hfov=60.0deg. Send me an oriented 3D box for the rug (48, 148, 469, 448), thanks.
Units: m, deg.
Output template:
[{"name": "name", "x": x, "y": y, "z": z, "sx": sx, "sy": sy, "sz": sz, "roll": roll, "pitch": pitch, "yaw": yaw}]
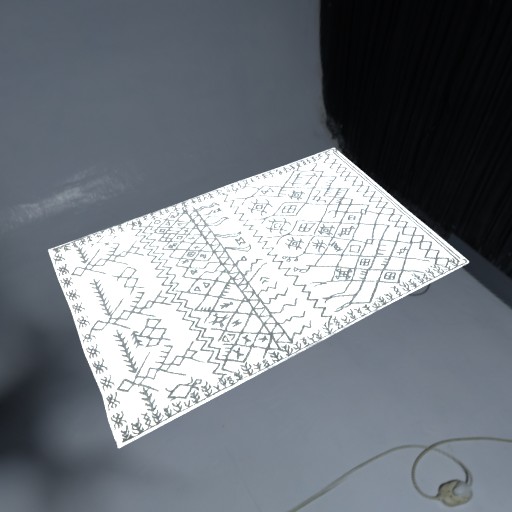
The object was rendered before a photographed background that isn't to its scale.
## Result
[{"name": "rug", "x": 0.000, "y": 0.000, "z": 3.029, "sx": 2.444, "sy": 0.012, "sz": 1.530, "roll": -23, "pitch": 52, "yaw": -19}]
